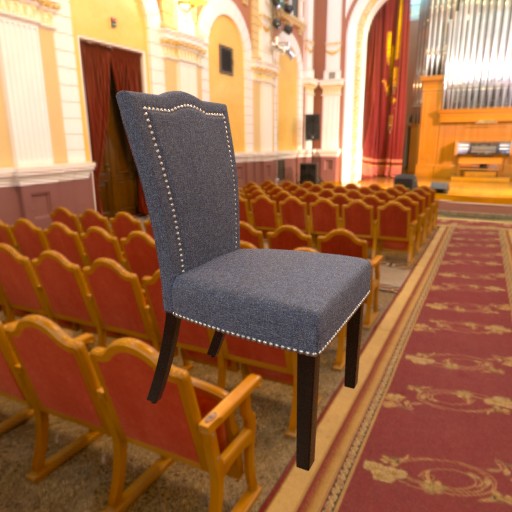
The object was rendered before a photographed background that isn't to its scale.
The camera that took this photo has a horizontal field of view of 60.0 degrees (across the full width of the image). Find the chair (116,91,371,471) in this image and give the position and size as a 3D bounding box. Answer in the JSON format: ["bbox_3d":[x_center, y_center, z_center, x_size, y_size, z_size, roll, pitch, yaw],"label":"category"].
[{"bbox_3d":[0.000,0.000,1.316,0.589,0.946,0.518,7,16,26],"label":"chair"}]
